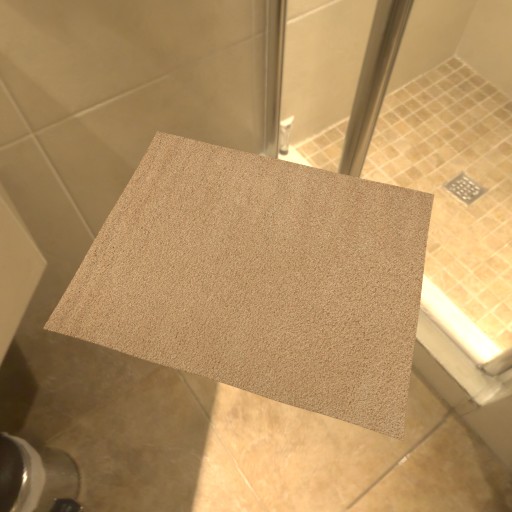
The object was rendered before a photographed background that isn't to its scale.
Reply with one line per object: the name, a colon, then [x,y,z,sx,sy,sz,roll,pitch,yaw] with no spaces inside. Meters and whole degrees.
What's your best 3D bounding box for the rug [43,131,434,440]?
rug: [0.000,0.000,4.082,3.000,0.026,2.400,15,61,8]
